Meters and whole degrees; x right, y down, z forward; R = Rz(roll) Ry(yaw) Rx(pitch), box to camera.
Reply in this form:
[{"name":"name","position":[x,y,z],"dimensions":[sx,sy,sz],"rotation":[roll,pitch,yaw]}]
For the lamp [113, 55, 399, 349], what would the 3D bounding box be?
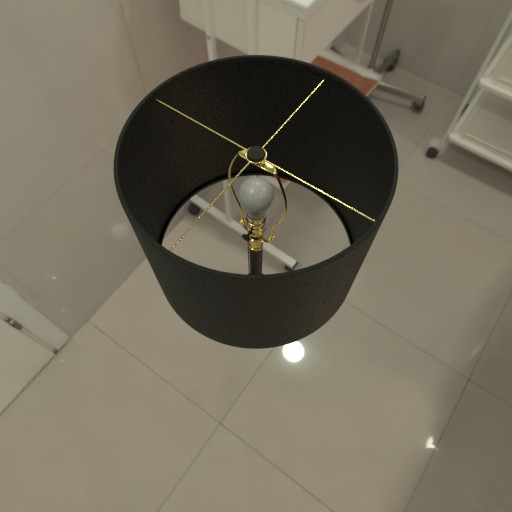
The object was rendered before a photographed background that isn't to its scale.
[{"name":"lamp","position":[0.000,0.000,0.821],"dimensions":[0.359,0.584,0.359],"rotation":[32,67,15]}]
